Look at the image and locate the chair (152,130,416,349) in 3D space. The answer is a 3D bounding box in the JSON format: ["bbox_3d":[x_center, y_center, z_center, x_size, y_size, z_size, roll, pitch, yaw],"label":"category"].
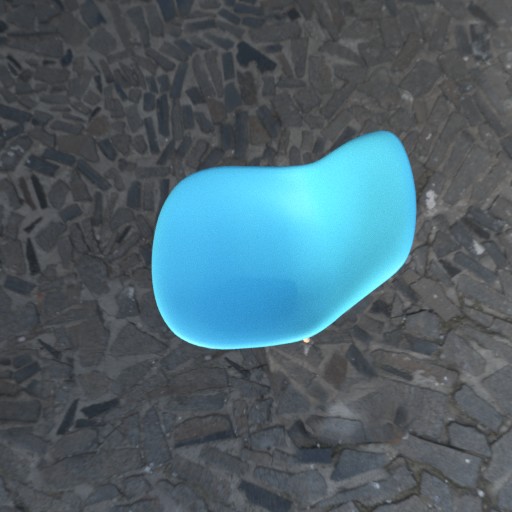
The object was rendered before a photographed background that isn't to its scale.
[{"bbox_3d":[0.000,0.000,1.136,0.531,0.826,0.470,-1,75,0],"label":"chair"}]
